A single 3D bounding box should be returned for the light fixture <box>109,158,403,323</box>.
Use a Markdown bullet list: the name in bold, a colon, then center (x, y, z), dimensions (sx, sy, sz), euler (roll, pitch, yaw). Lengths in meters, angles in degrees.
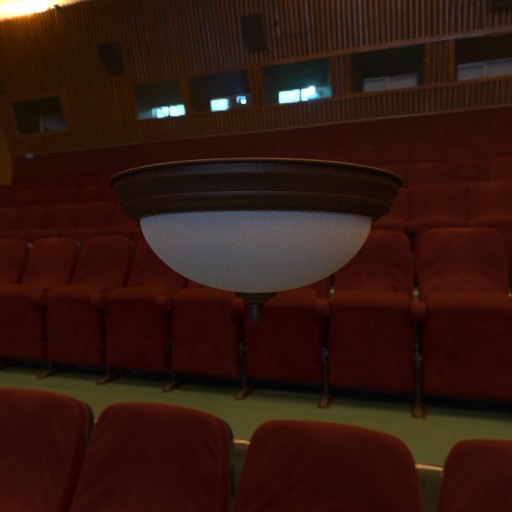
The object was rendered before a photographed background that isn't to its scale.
- **light fixture**: center (0.000, 0.000, 0.443), dimensions (0.280, 0.135, 0.280), euler (0, 0, 0)
